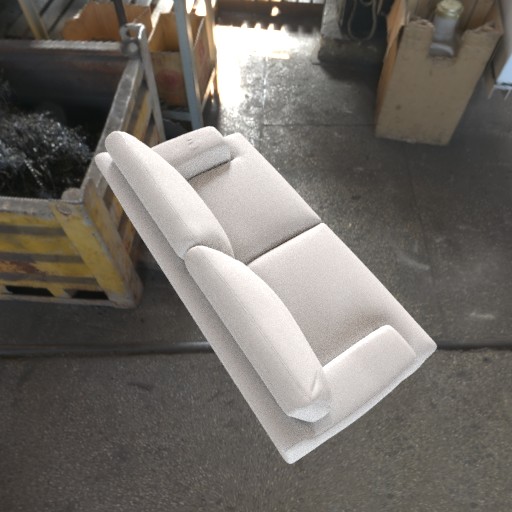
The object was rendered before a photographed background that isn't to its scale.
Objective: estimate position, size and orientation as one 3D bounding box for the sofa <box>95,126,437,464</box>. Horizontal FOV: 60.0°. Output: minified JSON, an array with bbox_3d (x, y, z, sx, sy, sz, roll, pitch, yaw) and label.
[{"bbox_3d":[0.000,0.000,2.850,1.143,0.940,2.261,-29,62,-17],"label":"sofa"}]
